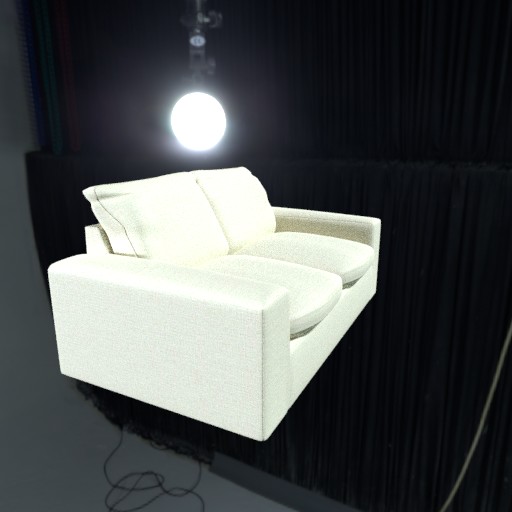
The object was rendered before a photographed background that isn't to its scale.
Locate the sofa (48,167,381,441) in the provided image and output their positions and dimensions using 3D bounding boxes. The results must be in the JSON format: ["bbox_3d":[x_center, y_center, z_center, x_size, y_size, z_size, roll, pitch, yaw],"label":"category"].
[{"bbox_3d":[0.000,0.000,2.406,1.091,0.875,1.754,8,17,26],"label":"sofa"}]
